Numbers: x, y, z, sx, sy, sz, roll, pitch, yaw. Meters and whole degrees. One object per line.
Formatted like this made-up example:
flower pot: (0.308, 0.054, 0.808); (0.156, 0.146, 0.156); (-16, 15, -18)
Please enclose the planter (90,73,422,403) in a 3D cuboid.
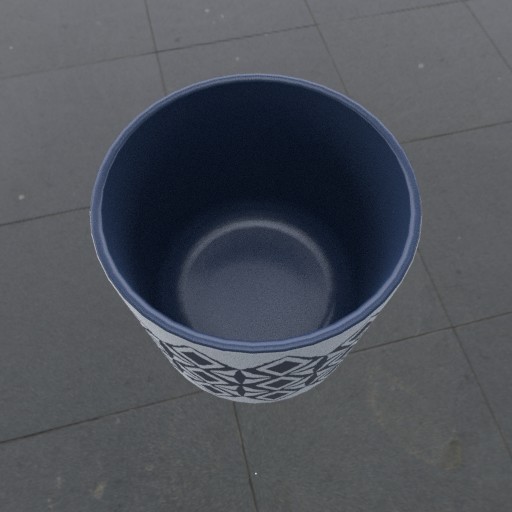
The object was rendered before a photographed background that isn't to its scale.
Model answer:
planter: (0.000, 0.000, 0.390); (0.224, 0.203, 0.224); (0, 64, 0)
